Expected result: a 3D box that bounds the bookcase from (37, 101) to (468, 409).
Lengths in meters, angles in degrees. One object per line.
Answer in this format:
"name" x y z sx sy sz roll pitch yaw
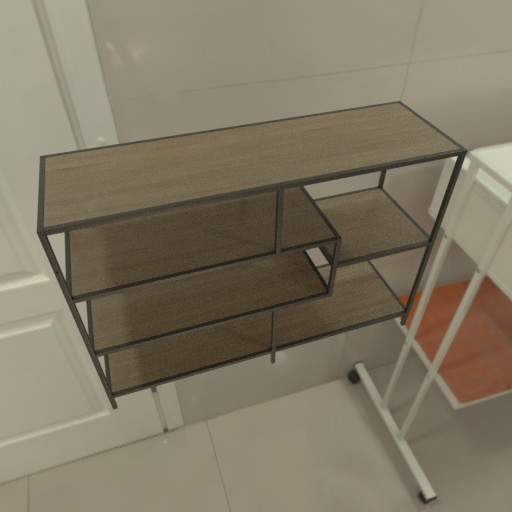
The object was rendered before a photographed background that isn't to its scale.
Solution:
"bookcase" 0.000 0.000 1.497 1.140 0.780 0.350 -13 44 -14
